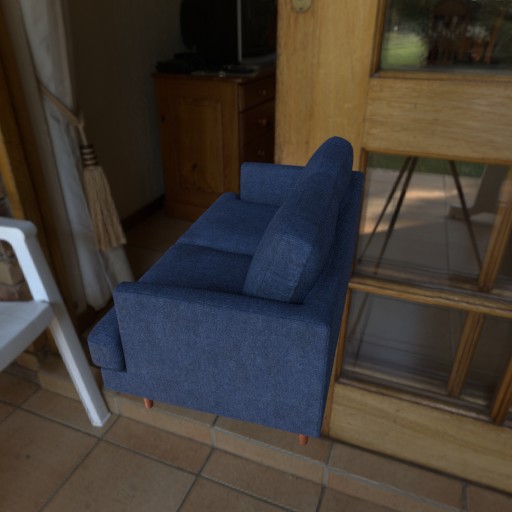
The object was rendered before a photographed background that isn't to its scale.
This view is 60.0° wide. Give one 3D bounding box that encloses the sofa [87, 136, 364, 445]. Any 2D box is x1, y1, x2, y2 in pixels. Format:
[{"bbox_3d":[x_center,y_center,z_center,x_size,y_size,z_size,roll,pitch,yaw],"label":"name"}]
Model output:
[{"bbox_3d":[0.000,0.000,2.196,0.903,0.944,1.582,8,30,14],"label":"sofa"}]
